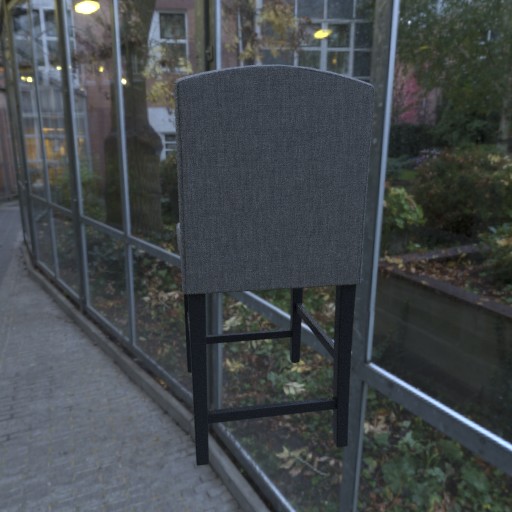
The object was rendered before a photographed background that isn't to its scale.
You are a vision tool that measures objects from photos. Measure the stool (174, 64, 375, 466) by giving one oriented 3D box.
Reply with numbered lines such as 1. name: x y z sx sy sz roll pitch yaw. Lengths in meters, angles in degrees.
1. stool: 0.000 0.000 1.307 0.451 0.966 0.552 -3 14 -11
